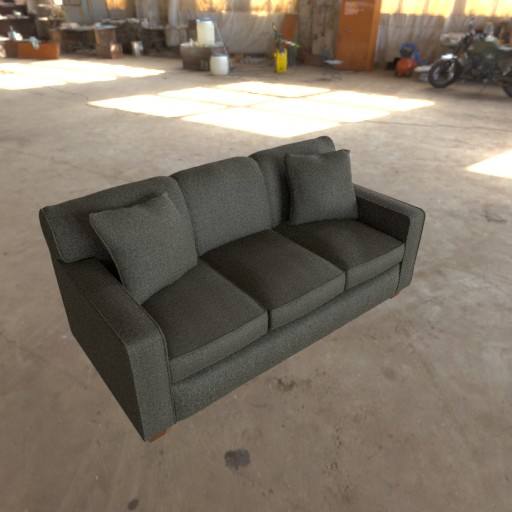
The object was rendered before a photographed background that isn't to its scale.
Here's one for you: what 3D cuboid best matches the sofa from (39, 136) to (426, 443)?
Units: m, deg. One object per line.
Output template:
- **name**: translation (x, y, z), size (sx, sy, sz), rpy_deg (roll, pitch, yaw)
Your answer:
- **sofa**: translation (0.000, 0.000, 2.623), size (2.024, 0.958, 0.997), rpy_deg (-22, 37, -32)
